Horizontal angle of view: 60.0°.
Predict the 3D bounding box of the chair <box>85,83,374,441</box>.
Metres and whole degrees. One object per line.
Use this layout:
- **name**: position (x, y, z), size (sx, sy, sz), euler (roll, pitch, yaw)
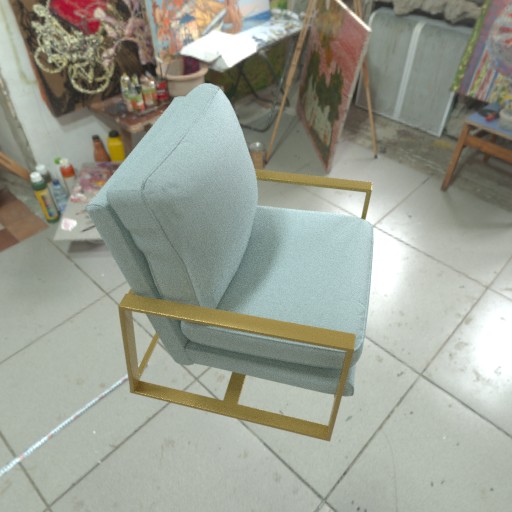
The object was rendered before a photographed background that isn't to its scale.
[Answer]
- **chair**: position (0.000, 0.000, 1.553), size (0.813, 0.956, 0.758), euler (10, 46, 10)
